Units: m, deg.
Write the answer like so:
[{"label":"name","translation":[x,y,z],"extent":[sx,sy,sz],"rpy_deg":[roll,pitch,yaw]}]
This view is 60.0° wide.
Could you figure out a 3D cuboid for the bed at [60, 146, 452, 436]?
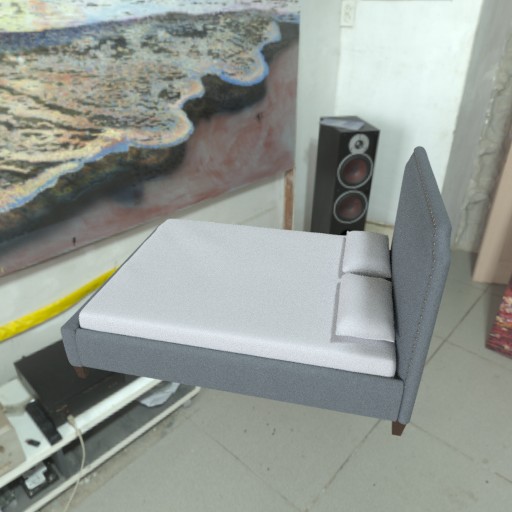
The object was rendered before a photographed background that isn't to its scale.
[{"label":"bed","translation":[0.000,0.000,3.363],"extent":[2.372,1.443,1.712],"rpy_deg":[7,31,11]}]
